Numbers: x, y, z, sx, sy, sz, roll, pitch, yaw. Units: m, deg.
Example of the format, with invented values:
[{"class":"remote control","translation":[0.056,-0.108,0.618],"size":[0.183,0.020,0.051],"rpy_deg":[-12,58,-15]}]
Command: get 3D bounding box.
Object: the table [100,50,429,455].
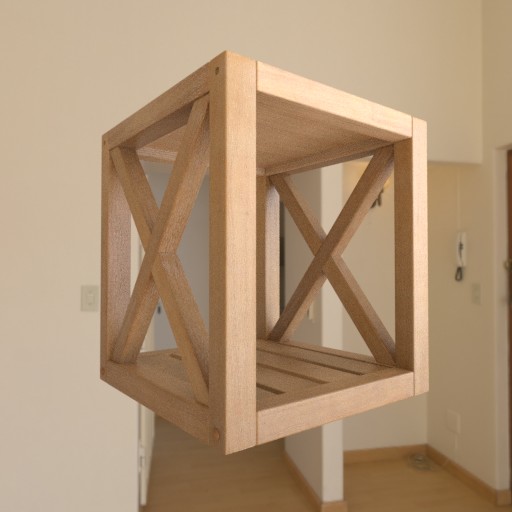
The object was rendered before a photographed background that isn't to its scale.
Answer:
[{"class":"table","translation":[0.000,0.000,1.049],"size":[0.558,0.610,0.559],"rpy_deg":[1,-2,-38]}]
